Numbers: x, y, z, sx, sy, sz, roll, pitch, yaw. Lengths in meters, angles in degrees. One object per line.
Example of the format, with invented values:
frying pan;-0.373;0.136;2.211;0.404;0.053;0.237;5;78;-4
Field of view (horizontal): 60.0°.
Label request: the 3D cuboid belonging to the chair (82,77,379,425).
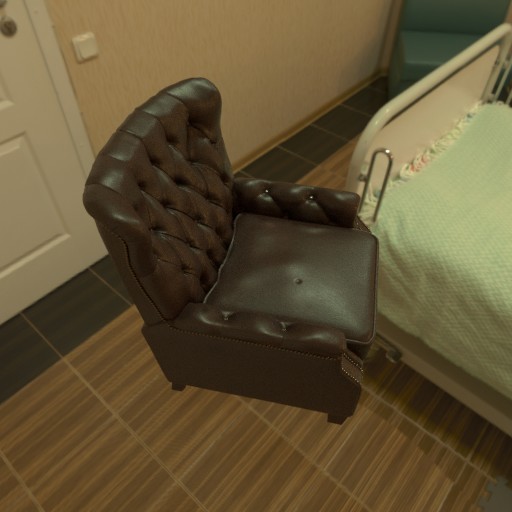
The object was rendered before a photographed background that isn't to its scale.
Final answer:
chair;0.000;0.000;1.480;0.823;0.864;0.709;9;48;8
